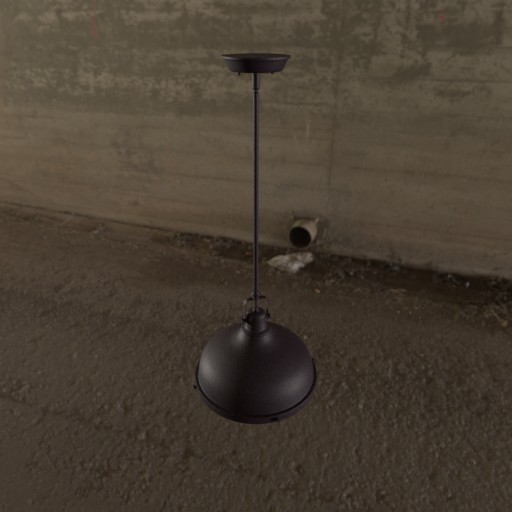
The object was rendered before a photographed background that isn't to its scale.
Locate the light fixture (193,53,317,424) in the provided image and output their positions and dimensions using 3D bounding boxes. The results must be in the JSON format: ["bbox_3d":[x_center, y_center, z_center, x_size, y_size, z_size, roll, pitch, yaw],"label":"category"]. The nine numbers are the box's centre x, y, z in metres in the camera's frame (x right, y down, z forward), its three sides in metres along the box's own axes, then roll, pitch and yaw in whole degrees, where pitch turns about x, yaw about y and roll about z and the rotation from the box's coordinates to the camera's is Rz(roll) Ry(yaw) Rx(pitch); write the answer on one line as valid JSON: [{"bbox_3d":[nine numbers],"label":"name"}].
[{"bbox_3d":[0.000,0.000,1.027,0.341,0.849,0.341,-9,29,-16],"label":"light fixture"}]
